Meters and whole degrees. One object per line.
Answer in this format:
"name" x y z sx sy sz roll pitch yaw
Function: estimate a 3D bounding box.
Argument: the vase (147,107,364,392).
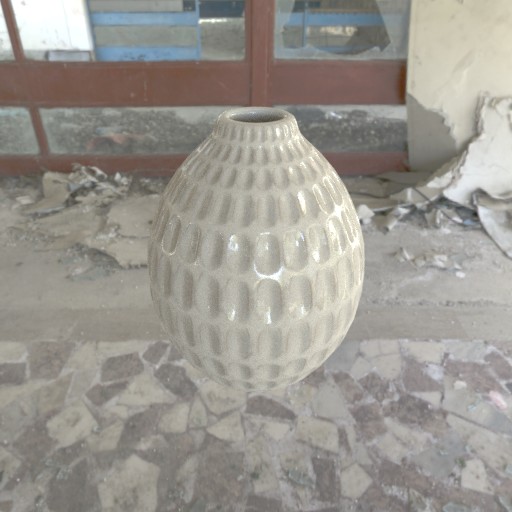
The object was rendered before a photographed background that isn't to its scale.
"vase" 0.000 0.000 0.266 0.128 0.167 0.128 0 32 0
